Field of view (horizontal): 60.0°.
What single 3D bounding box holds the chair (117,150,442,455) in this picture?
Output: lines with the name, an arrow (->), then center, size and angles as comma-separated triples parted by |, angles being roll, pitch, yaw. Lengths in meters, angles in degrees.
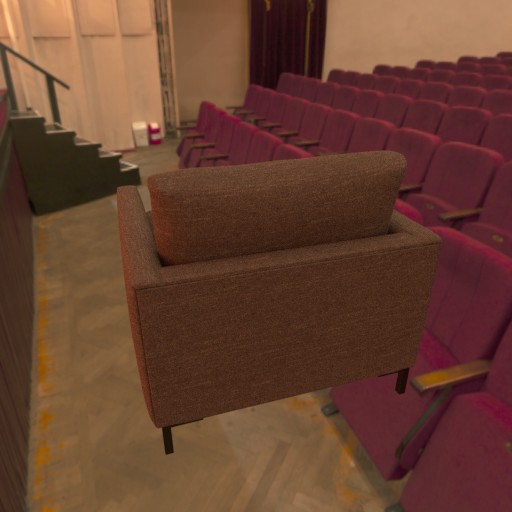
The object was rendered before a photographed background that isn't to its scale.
chair -> 0.000, 0.000, 1.632 | 0.940, 0.841, 0.845 | -8, 27, -16
